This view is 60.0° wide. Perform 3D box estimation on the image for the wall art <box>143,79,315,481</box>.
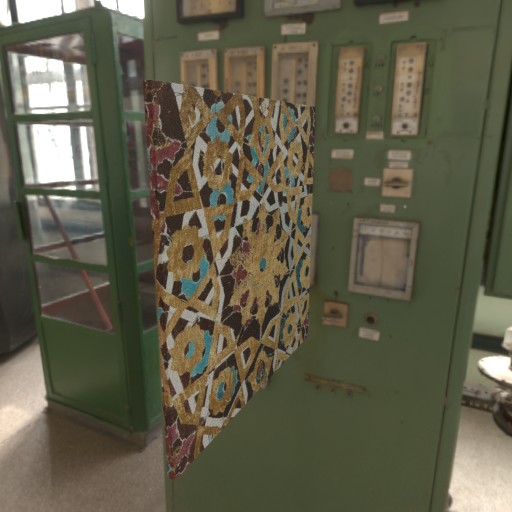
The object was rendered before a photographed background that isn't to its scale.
[{"bbox_3d":[0.000,0.000,0.602,0.010,0.406,0.404,8,17,26],"label":"wall art"}]
